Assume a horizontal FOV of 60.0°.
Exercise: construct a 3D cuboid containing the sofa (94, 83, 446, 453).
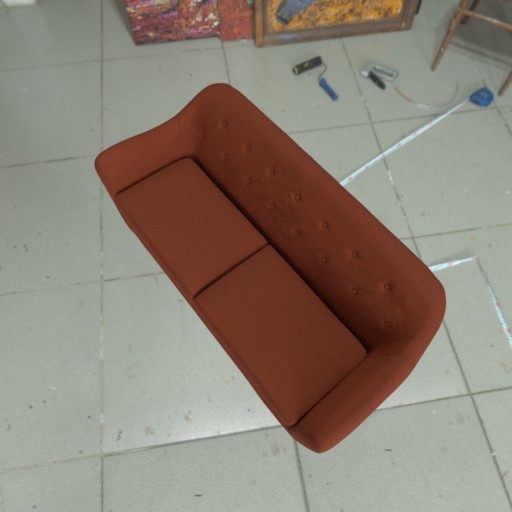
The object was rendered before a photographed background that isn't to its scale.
[{"bbox_3d":[0.000,0.000,2.301,0.820,0.836,1.840,-35,68,-16],"label":"sofa"}]
